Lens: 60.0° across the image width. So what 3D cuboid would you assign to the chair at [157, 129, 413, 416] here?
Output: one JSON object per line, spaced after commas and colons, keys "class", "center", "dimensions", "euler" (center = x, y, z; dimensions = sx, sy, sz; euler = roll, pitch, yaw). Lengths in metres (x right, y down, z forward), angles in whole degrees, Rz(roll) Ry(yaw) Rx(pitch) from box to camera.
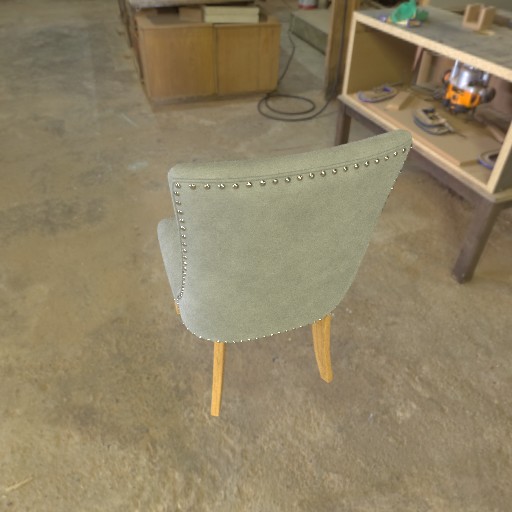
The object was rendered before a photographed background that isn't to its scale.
{"class": "chair", "center": [0.000, 0.000, 1.256], "dimensions": [0.495, 0.902, 0.610], "euler": [-12, 42, -14]}
